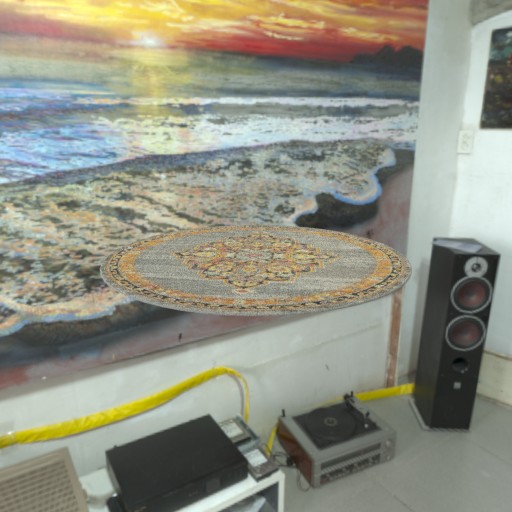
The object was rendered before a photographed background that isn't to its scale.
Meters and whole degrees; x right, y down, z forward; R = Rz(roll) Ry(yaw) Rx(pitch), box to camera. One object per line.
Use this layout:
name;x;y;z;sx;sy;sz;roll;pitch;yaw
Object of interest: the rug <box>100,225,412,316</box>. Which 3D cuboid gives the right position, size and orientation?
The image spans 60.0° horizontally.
rug;0.000;0.000;3.570;2.382;0.014;2.382;0;16;0
